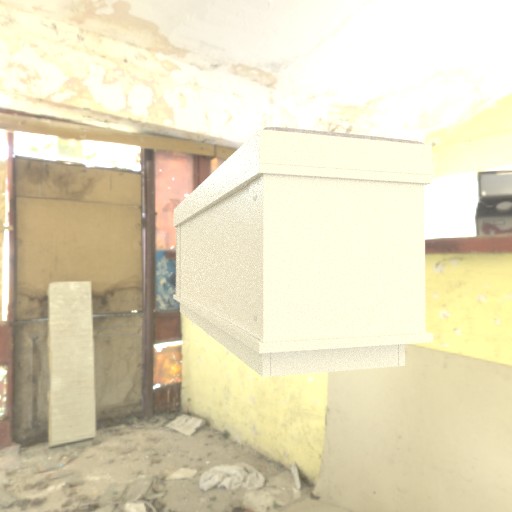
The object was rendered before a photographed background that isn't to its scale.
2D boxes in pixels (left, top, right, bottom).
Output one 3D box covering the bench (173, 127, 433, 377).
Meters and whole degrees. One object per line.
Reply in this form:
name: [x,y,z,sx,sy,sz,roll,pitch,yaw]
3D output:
bench: [0.000,0.000,1.373,0.363,0.453,1.196,0,-1,-17]
